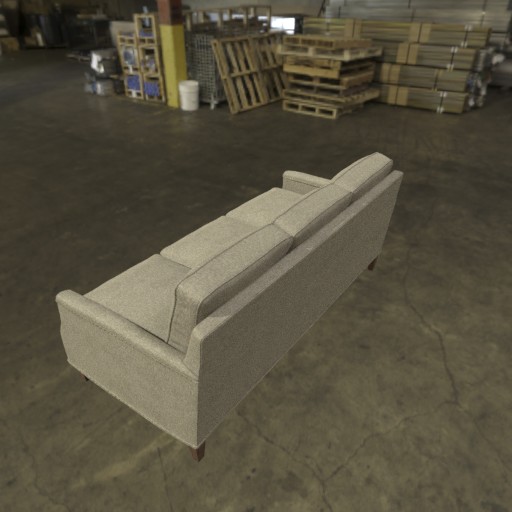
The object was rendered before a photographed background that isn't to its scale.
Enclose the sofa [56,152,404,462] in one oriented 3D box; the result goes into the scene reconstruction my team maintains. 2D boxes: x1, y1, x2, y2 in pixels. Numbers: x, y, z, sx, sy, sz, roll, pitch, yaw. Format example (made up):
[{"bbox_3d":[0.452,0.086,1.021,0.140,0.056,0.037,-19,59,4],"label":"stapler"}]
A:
[{"bbox_3d":[0.000,0.000,2.866,1.084,1.003,2.246,21,37,30],"label":"sofa"}]
